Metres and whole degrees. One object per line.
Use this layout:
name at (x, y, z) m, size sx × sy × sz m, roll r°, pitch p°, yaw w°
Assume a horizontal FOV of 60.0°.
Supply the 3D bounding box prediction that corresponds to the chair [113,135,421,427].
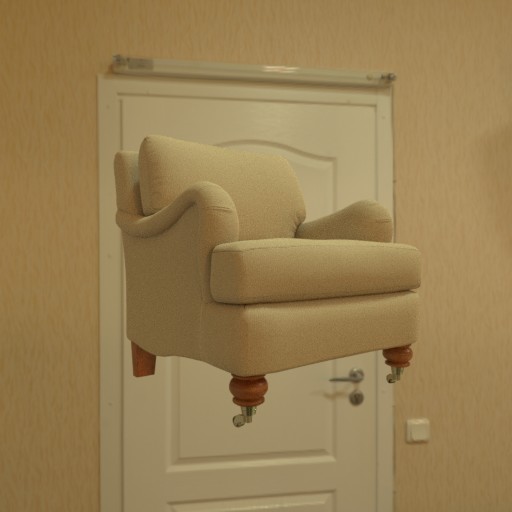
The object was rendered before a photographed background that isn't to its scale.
chair at (0.000, 0.000, 1.899) m, size 0.955 × 1.038 × 1.070 m, roll 0°, pitch 1°, yaw -37°
